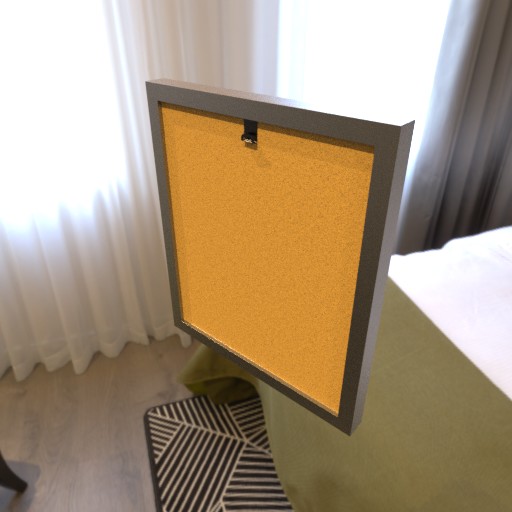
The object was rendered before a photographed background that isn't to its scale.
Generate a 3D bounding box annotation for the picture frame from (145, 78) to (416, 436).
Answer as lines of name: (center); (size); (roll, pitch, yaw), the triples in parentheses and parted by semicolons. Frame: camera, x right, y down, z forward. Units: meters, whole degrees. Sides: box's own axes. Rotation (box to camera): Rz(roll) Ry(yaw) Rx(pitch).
picture frame: (0.000, 0.000, 1.406); (0.839, 0.968, 0.073); (23, 38, 34)
